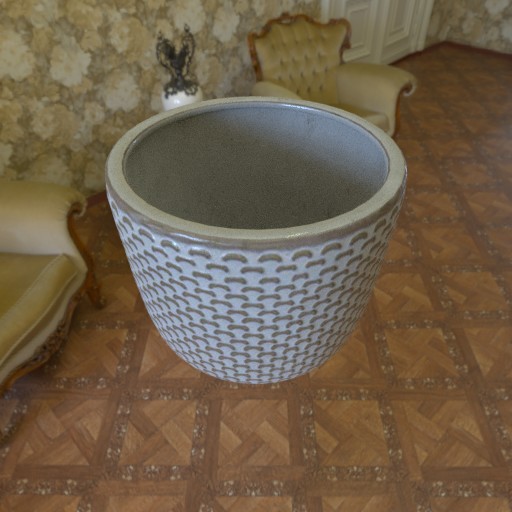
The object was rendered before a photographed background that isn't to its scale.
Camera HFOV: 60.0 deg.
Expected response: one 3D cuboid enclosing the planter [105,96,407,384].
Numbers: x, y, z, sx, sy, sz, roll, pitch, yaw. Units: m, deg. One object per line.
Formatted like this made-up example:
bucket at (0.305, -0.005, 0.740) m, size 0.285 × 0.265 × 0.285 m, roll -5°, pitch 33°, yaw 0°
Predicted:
planter at (0.000, 0.000, 0.248) m, size 0.139 × 0.130 × 0.139 m, roll 0°, pitch 40°, yaw 0°
